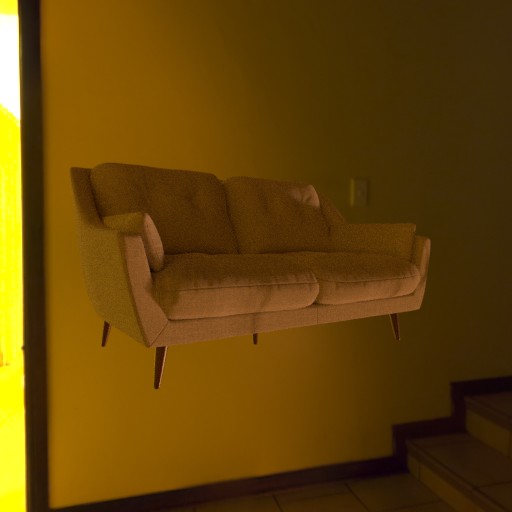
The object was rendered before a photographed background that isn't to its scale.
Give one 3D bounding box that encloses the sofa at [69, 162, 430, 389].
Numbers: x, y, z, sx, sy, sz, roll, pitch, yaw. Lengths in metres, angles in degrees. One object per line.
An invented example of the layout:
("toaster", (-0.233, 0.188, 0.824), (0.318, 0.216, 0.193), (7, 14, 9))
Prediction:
("sofa", (0.000, 0.000, 2.201), (1.652, 0.888, 0.965), (-1, 2, -36))
